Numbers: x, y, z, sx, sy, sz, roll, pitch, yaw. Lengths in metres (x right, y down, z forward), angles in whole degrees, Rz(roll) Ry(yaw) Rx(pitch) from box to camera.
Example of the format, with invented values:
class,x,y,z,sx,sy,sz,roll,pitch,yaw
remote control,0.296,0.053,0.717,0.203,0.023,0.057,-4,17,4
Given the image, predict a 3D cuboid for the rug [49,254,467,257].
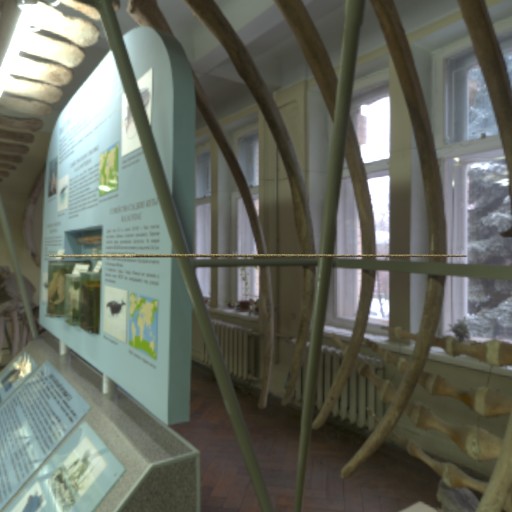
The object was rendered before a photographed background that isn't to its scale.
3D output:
class,x,y,z,sx,sy,sz,roll,pitch,yaw
rug,0.000,0.000,2.779,2.141,0.013,1.566,0,0,-35
